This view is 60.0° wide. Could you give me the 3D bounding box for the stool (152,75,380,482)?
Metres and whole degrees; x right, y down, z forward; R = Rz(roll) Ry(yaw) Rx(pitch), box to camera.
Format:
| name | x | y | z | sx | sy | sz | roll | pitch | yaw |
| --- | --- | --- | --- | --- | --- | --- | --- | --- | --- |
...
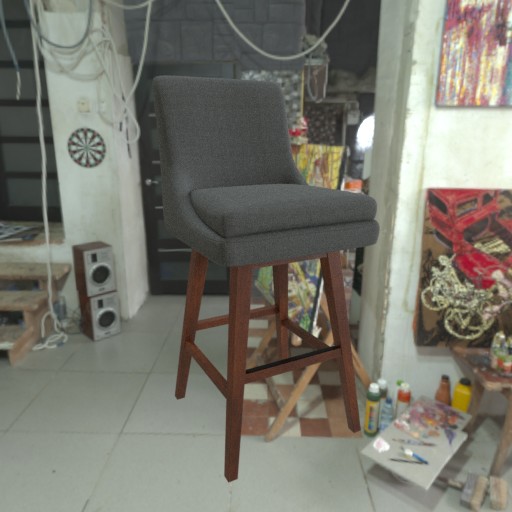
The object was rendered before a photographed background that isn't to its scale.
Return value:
| name | x | y | z | sx | sy | sz | roll | pitch | yaw |
| --- | --- | --- | --- | --- | --- | --- | --- | --- | --- |
| stool | 0.000 | 0.000 | 1.248 | 0.447 | 0.977 | 0.524 | -8 | 18 | -27 |
